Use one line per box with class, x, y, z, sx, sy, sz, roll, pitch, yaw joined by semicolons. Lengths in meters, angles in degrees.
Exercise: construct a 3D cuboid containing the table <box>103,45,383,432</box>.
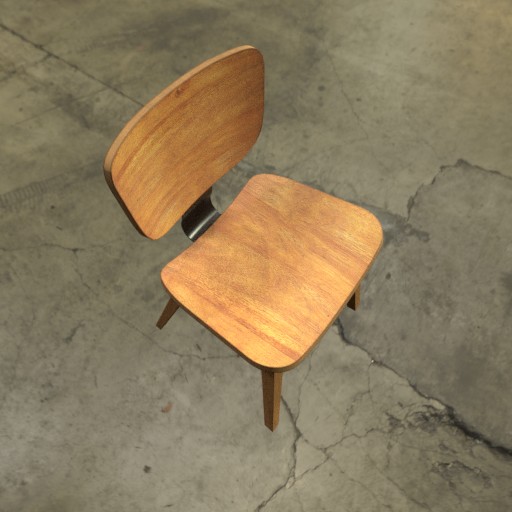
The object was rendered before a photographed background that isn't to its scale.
table;0.000;0.000;1.104;0.500;0.805;0.499;32;64;18
